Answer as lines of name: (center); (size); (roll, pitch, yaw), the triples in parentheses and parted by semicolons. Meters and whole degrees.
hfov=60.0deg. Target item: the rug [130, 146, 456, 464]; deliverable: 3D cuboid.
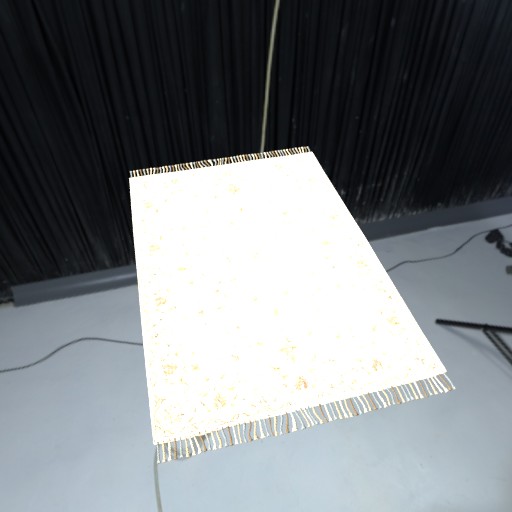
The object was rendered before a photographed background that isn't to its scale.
rug: (0.000, 0.000, 2.315); (1.218, 0.017, 1.861); (-10, 47, -10)
